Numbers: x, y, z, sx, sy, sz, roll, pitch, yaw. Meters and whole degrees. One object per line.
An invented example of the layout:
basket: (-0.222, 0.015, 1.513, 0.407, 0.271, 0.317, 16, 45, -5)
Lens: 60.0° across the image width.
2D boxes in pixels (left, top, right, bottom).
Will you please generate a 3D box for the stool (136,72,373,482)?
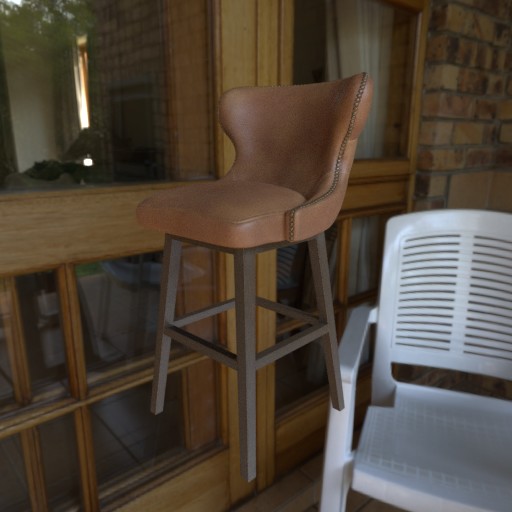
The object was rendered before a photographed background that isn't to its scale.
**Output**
stool: (0.000, 0.000, 1.416, 0.591, 1.087, 0.606, 14, 20, 42)
